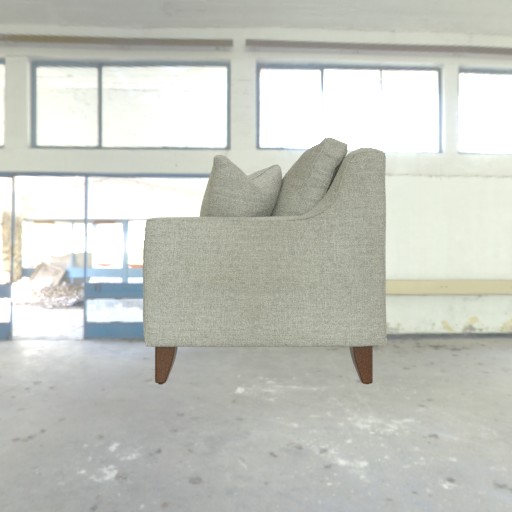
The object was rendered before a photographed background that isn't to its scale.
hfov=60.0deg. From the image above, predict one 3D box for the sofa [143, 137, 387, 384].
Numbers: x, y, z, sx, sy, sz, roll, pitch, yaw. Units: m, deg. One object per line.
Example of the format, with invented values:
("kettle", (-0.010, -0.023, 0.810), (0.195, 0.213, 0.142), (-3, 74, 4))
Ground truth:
("sofa", (0.000, 0.000, 2.508), (0.865, 0.914, 2.031), (0, -1, -1))
